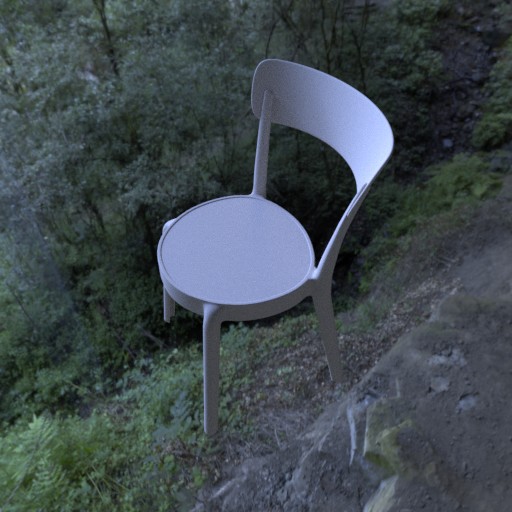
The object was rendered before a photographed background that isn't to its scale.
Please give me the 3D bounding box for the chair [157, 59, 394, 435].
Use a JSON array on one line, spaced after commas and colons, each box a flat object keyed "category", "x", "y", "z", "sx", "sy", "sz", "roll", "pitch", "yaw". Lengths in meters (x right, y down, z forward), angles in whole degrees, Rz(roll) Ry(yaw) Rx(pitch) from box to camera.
[{"category": "chair", "x": 0.000, "y": 0.000, "z": 1.148, "sx": 0.491, "sy": 0.790, "sz": 0.506, "roll": -17, "pitch": 47, "yaw": -17}]
